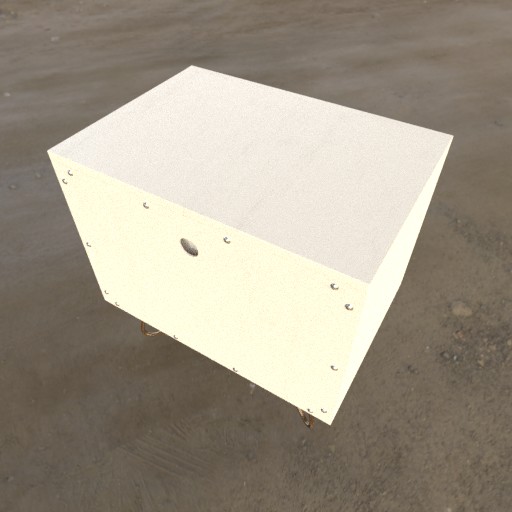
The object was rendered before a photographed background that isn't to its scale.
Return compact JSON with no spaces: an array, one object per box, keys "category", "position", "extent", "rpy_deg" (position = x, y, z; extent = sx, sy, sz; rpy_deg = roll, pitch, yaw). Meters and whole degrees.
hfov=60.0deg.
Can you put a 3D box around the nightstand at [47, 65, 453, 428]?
[{"category":"nightstand","position":[0.000,0.000,1.035],"extent":[0.614,0.604,0.447],"rpy_deg":[23,50,21]}]
